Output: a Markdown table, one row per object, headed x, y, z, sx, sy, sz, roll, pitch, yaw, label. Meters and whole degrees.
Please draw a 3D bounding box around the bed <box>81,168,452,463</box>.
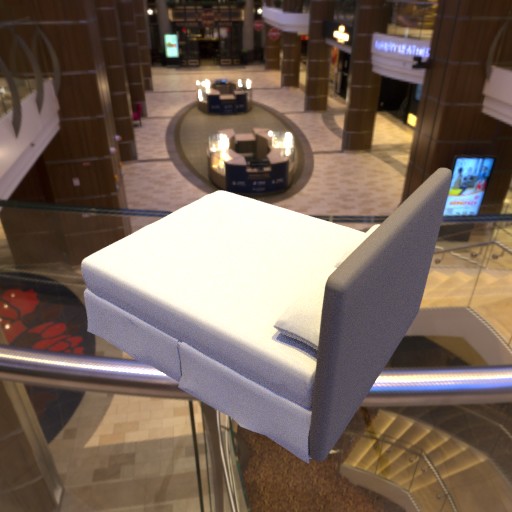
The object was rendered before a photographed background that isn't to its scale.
| x | y | z | sx | sy | sz | roll | pitch | yaw | label |
| --- | --- | --- | --- | --- | --- | --- | --- | --- | --- |
| 0.000 | 0.000 | 3.292 | 2.142 | 1.330 | 1.748 | 21 | 37 | 30 | bed |
